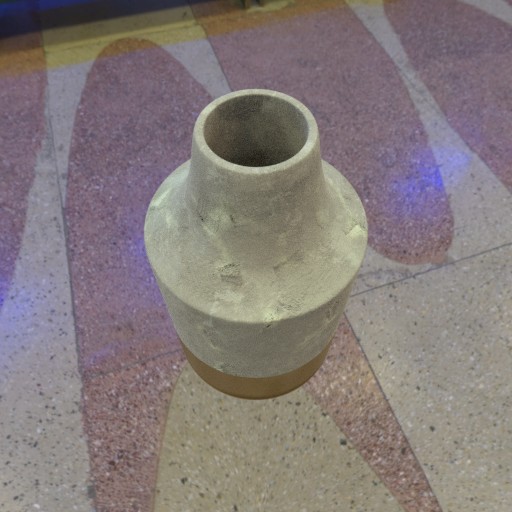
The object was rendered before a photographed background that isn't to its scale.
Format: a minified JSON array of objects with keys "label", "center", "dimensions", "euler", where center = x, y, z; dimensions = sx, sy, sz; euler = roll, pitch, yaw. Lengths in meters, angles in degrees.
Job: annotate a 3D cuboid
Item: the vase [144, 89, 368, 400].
[{"label":"vase","center":[0.000,0.000,0.410],"dimensions":[0.184,0.305,0.184],"euler":[0,58,0]}]
